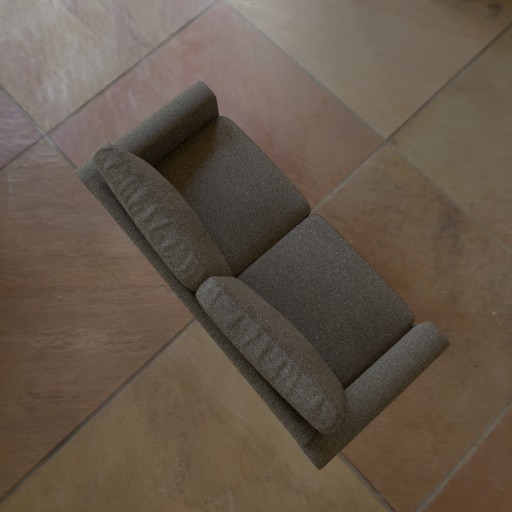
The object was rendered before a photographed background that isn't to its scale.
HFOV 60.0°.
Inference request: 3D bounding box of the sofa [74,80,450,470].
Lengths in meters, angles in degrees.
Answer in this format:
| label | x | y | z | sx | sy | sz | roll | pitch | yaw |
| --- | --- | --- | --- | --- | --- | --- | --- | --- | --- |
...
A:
| label | x | y | z | sx | sy | sz | roll | pitch | yaw |
| --- | --- | --- | --- | --- | --- | --- | --- | --- | --- |
| sofa | 0.000 | 0.000 | 2.640 | 1.016 | 0.873 | 2.179 | -40 | 79 | -9 |
